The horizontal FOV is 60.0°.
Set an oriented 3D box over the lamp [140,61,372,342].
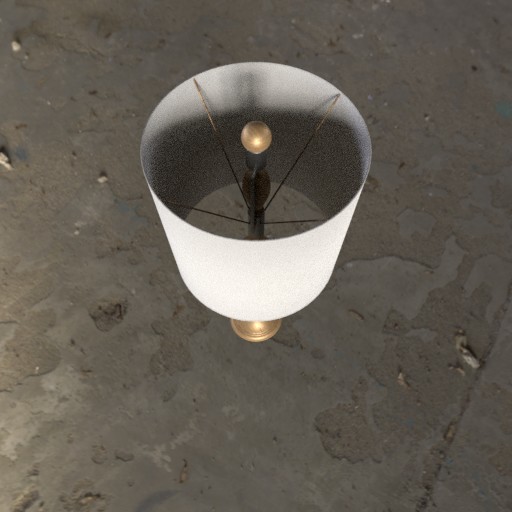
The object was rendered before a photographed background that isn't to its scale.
[{"bbox_3d":[0.000,0.000,0.728,0.250,0.597,0.250,-34,68,-16],"label":"lamp"}]
